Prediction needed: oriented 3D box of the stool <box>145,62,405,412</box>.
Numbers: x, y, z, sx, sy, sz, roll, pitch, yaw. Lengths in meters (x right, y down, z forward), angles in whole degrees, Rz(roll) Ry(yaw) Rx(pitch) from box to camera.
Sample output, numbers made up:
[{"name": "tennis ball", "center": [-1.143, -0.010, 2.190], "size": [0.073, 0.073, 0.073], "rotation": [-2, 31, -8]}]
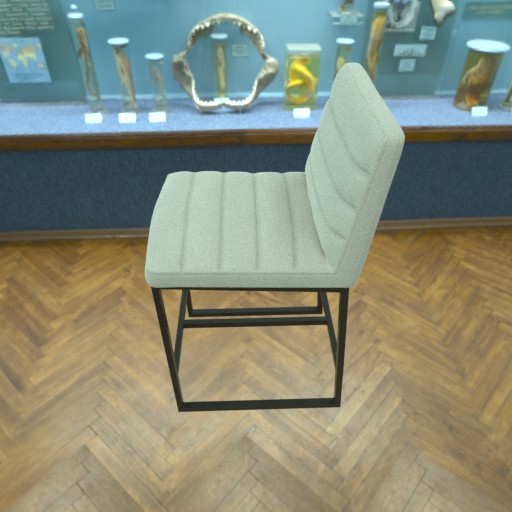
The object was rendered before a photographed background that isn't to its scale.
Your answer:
[{"name": "stool", "center": [0.000, 0.000, 1.307], "size": [0.567, 0.971, 0.459], "rotation": [-1, 41, -1]}]
